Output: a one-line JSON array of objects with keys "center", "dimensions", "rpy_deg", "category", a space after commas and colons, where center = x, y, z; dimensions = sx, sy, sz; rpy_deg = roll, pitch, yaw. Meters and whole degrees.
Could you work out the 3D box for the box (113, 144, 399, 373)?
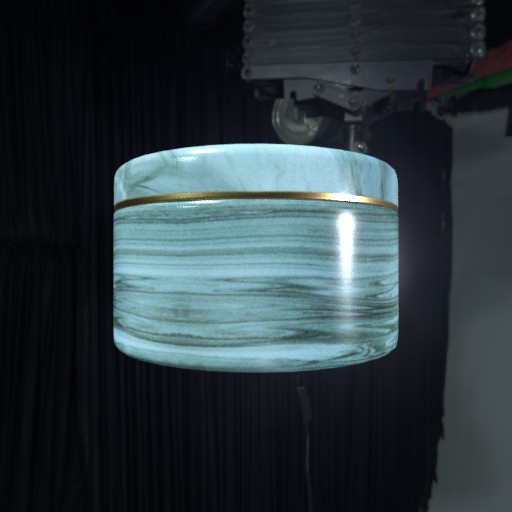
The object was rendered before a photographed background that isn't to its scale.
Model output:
[{"center": [0.000, 0.000, 0.166], "dimensions": [0.101, 0.063, 0.101], "rpy_deg": [0, 0, 0], "category": "box"}]
